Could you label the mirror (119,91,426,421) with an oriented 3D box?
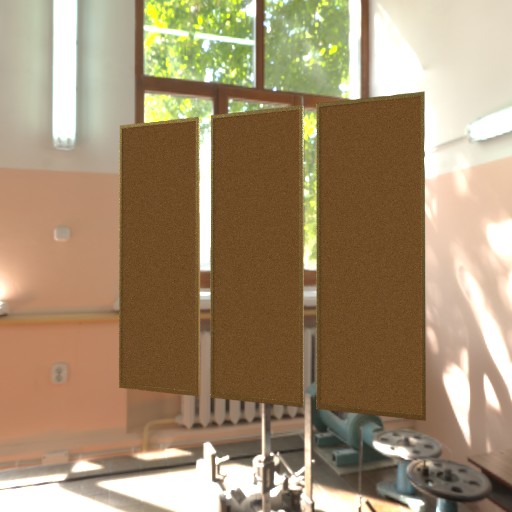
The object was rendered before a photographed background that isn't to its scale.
[{"bbox_3d":[0.000,0.000,1.417,1.011,0.926,0.023,0,0,18],"label":"mirror"}]
